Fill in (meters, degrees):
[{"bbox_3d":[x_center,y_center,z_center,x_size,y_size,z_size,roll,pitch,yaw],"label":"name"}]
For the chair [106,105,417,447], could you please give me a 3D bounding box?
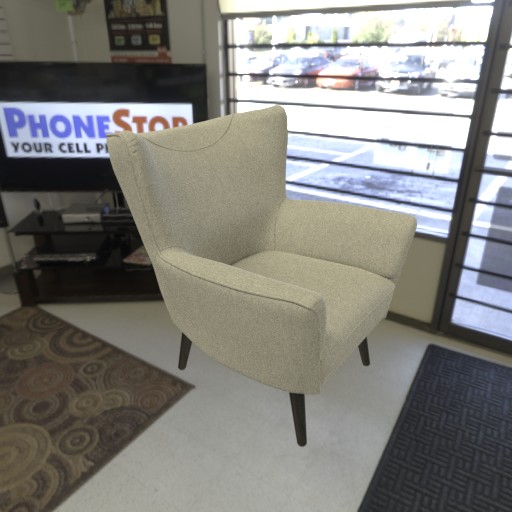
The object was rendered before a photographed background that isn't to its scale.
[{"bbox_3d":[0.000,0.000,1.581,0.888,0.933,0.781,18,30,33],"label":"chair"}]
